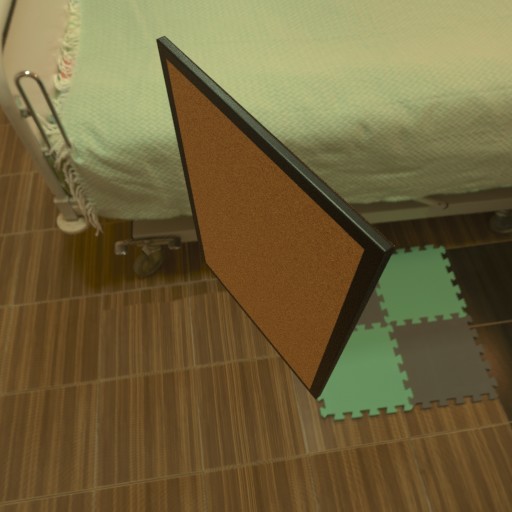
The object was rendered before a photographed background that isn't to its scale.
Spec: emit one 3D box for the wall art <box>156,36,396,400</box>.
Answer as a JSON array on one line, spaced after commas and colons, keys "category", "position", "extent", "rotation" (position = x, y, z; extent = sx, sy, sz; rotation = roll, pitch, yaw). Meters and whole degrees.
[{"category": "wall art", "position": [0.000, 0.000, 0.858], "extent": [0.016, 0.657, 0.480], "rotation": [-33, 64, -18]}]
